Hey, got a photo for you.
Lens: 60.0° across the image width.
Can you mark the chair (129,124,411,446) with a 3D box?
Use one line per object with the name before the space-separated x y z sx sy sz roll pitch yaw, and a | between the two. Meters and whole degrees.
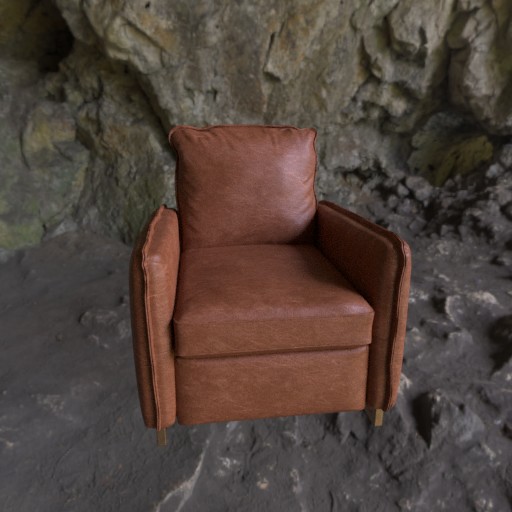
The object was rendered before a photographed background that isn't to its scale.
chair | 0.000 0.000 1.629 0.830 0.922 0.922 -2 17 -7
